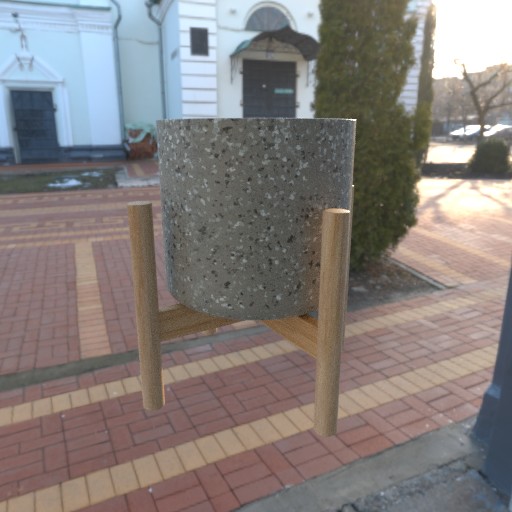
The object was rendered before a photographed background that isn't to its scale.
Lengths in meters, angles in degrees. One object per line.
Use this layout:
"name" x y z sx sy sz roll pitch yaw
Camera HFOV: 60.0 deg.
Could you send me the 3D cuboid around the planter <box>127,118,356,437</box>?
"planter" 0.000 0.000 0.547 0.284 0.320 0.284 -3 16 -9
